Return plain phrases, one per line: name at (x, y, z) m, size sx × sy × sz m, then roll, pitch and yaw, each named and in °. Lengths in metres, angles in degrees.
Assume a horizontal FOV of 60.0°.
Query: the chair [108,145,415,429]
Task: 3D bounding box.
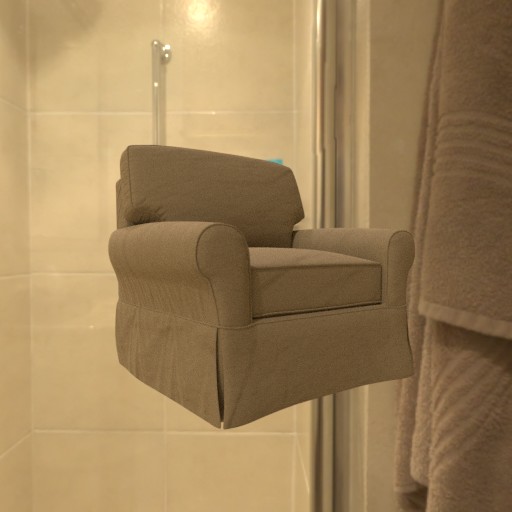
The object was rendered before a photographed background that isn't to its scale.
chair at (0.000, 0.000, 1.980) m, size 1.135 × 1.017 × 0.988 m, roll -1°, pitch 1°, yaw -36°
